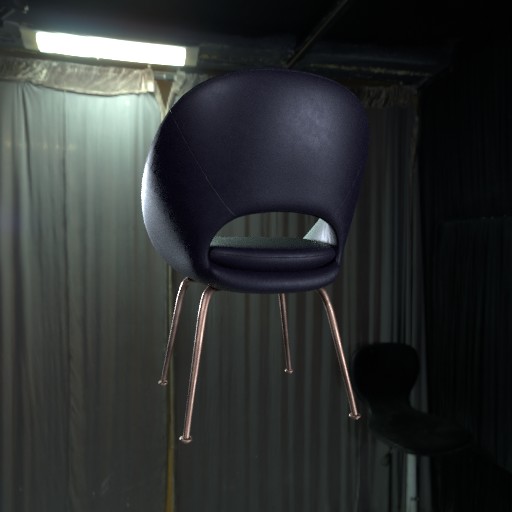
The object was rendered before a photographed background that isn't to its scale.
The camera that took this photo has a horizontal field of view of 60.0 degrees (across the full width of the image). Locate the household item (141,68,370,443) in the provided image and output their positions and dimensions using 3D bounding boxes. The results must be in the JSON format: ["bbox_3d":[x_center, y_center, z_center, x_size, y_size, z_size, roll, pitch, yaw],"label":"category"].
[{"bbox_3d":[0.000,0.000,1.260,0.623,0.852,0.573,0,1,-18],"label":"household item"}]
